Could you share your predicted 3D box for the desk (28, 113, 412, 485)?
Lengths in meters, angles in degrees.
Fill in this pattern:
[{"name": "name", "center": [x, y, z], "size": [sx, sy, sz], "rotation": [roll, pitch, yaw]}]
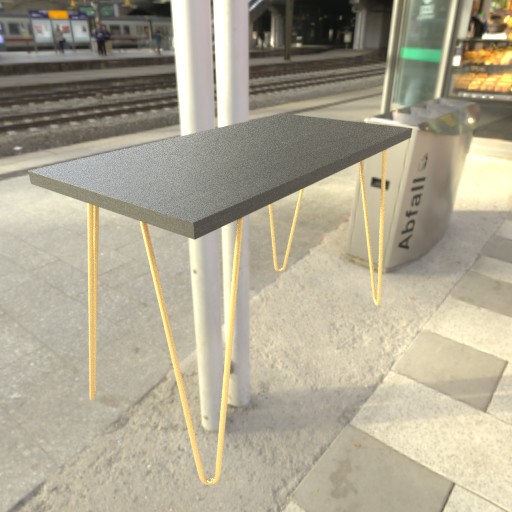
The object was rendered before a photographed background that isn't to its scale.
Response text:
[{"name": "desk", "center": [0.000, 0.000, 1.333], "size": [0.499, 0.660, 0.991], "rotation": [19, 32, 33]}]
